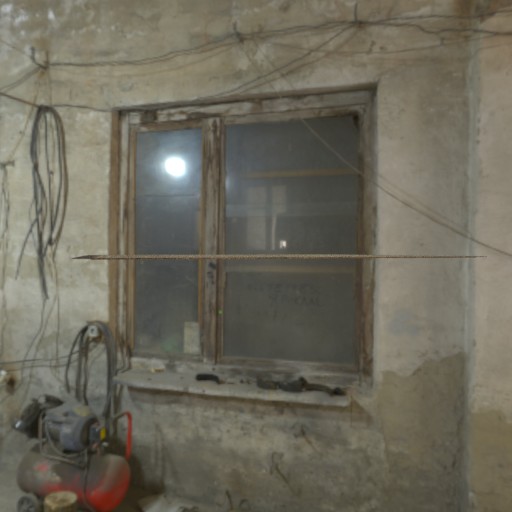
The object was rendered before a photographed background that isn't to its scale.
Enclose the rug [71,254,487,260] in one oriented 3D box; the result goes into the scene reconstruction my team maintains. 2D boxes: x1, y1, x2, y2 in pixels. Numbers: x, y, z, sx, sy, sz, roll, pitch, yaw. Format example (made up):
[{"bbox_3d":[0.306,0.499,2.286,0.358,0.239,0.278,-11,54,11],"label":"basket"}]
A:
[{"bbox_3d":[0.000,0.000,4.183,3.056,0.010,2.437,0,1,-18],"label":"rug"}]
